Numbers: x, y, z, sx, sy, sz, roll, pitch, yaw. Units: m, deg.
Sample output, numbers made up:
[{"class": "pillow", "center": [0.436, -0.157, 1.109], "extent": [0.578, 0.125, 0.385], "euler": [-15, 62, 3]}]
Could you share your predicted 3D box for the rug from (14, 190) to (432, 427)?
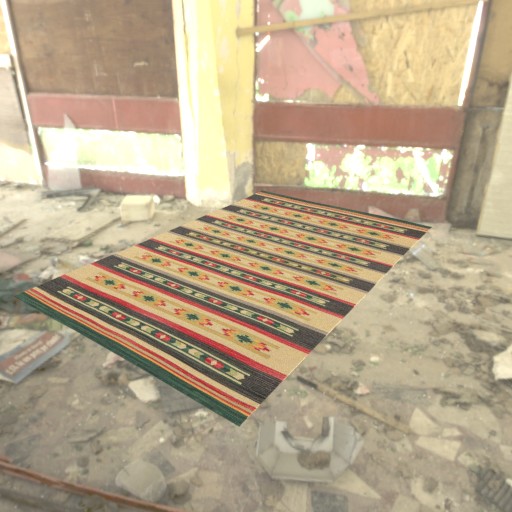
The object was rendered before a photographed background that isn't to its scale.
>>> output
[{"class": "rug", "center": [0.000, 0.000, 2.810], "extent": [1.522, 0.010, 2.311], "euler": [17, 31, 32]}]
